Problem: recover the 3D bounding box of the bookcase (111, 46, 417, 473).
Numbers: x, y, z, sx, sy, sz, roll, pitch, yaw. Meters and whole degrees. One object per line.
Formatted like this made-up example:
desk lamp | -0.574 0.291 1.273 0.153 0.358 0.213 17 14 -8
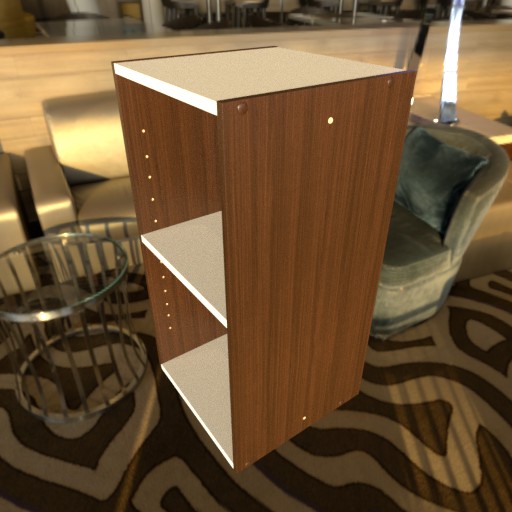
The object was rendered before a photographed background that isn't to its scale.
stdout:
bookcase | 0.000 0.000 0.752 0.290 0.600 0.300 -21 38 -29
